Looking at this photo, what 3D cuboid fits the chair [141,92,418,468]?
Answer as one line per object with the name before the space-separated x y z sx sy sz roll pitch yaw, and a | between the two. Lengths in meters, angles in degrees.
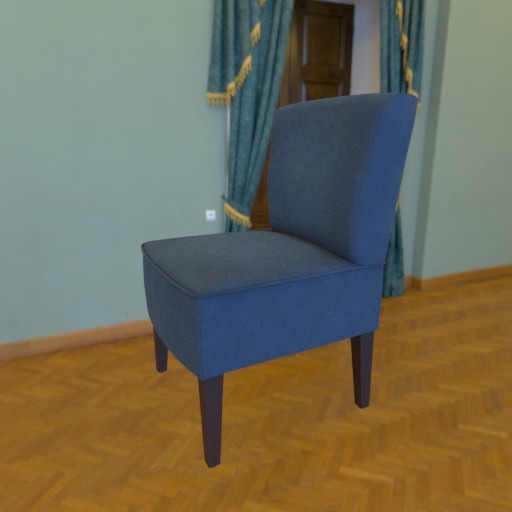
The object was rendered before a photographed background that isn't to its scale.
chair | 0.000 0.000 1.168 0.551 0.806 0.521 -7 17 -25
